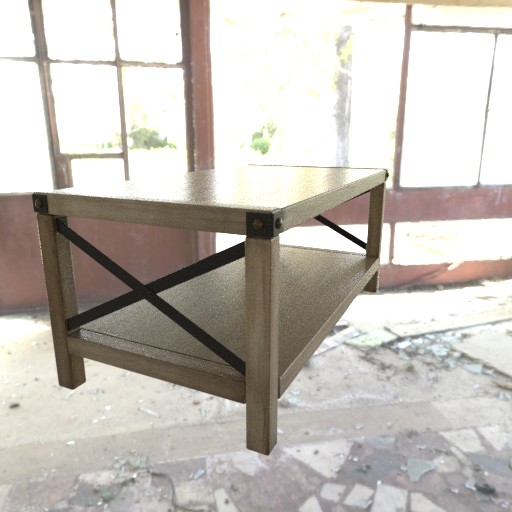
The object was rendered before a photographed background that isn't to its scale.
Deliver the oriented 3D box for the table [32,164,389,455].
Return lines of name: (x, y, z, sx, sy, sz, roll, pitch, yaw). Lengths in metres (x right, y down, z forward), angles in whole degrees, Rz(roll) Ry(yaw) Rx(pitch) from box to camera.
table: (0.000, 0.000, 1.292, 0.559, 0.456, 1.016, 7, 17, 25)
